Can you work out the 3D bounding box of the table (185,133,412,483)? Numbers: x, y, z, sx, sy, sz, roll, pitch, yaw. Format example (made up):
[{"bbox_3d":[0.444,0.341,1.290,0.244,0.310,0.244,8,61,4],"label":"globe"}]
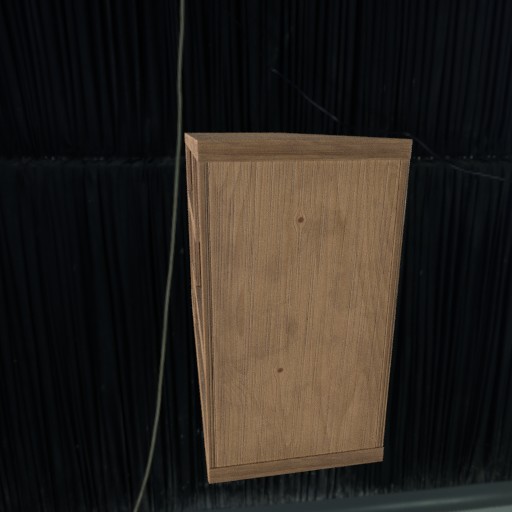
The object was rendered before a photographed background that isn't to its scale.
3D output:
[{"bbox_3d":[0.000,0.000,1.464,0.410,0.771,1.151,-3,16,-9],"label":"table"}]
